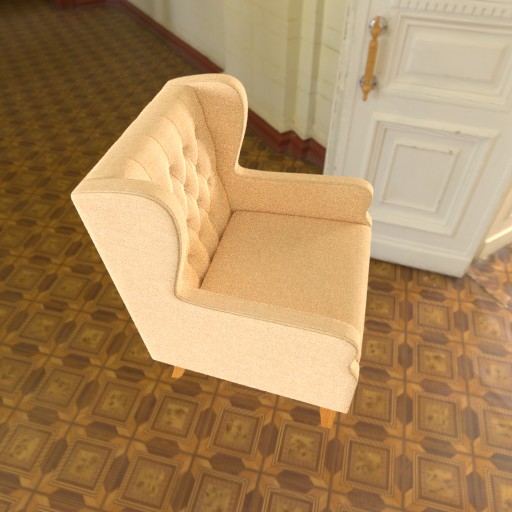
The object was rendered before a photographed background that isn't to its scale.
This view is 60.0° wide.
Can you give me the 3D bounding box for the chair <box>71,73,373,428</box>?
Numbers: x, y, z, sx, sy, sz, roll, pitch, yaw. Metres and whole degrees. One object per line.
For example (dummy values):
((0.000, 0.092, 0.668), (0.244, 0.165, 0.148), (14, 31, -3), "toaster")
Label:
((0.000, 0.000, 1.487), (0.760, 0.930, 0.710), (10, 46, 9), "chair")
